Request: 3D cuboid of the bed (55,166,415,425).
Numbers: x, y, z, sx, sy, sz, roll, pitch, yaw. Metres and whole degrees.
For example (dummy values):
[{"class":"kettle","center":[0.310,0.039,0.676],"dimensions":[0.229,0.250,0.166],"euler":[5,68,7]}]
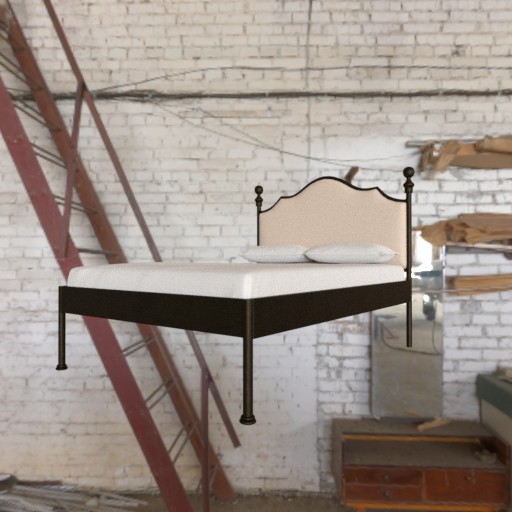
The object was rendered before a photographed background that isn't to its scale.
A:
[{"class":"bed","center":[0.000,0.000,3.283],"dimensions":[1.642,1.499,2.224],"euler":[0,0,37]}]
